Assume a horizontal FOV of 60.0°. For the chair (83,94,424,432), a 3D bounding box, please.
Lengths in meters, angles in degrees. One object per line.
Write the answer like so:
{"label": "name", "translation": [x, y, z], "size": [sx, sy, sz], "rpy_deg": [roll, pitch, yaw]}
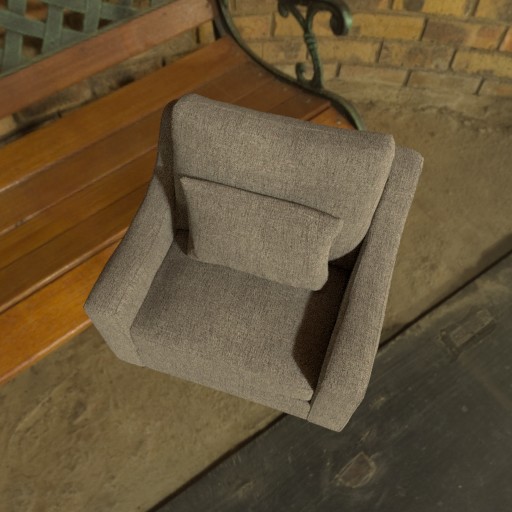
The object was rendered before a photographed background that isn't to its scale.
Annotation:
{"label": "chair", "translation": [0.000, 0.000, 1.932], "size": [1.138, 1.037, 1.009], "rpy_deg": [15, 59, 10]}
